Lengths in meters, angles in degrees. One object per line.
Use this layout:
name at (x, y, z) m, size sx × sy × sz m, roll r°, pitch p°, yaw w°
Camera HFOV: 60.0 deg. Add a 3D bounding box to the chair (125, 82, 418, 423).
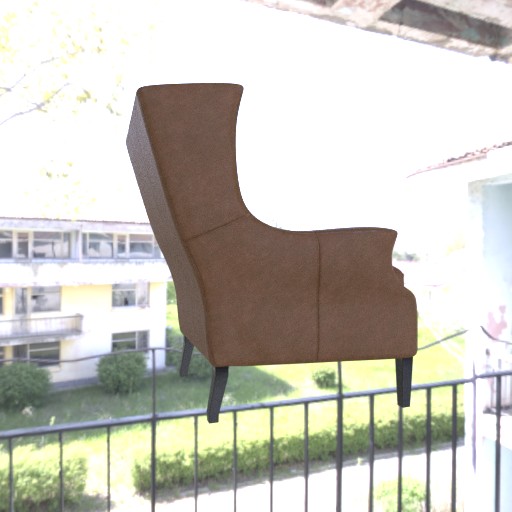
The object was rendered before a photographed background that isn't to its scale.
chair at (0.000, 0.000, 1.692) m, size 0.925 × 1.016 × 0.852 m, roll 0°, pitch 1°, yaw -19°
